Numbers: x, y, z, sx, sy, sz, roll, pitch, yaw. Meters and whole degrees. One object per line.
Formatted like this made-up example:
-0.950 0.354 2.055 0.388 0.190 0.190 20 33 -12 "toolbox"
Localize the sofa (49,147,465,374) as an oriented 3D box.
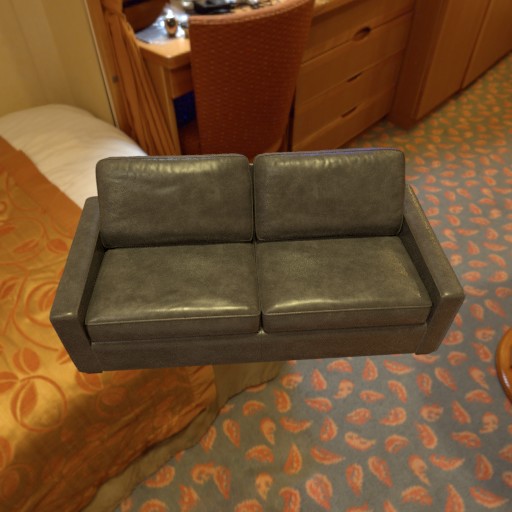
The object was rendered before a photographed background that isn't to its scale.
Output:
0.000 0.000 2.561 2.081 0.916 0.939 -3 46 -3 "sofa"
